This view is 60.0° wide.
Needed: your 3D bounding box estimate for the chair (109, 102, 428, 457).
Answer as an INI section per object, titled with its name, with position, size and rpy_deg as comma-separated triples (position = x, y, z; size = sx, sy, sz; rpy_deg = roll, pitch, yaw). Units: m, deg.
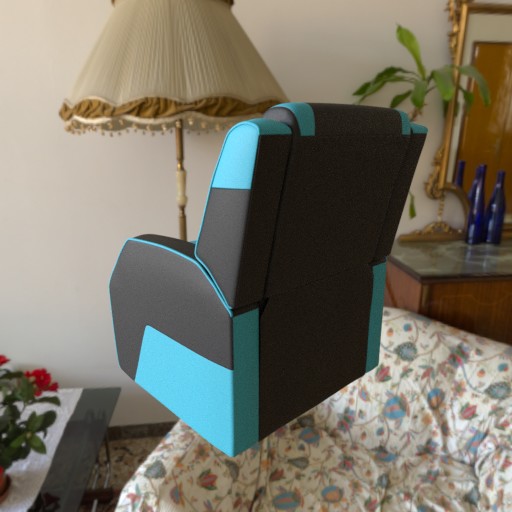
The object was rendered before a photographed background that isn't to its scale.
[chair]
position = 0.000, 0.000, 1.277
size = 0.620, 0.805, 0.672
rpy_deg = -14, 21, -41
